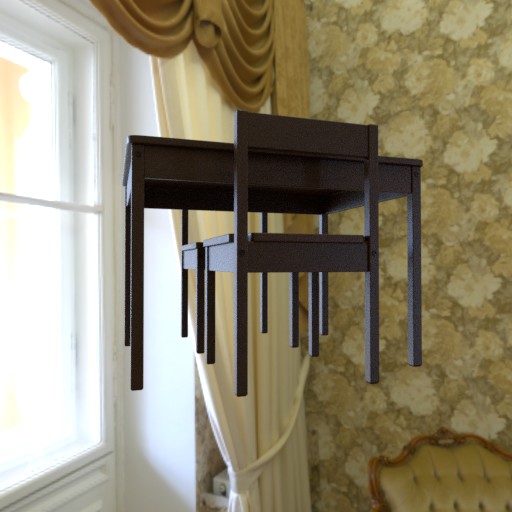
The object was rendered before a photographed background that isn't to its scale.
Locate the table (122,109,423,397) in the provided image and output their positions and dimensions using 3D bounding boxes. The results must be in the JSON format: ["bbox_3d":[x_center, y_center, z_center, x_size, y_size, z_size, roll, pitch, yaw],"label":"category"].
[{"bbox_3d":[0.000,0.000,1.133,0.650,0.503,0.672,0,-1,-18],"label":"table"}]
